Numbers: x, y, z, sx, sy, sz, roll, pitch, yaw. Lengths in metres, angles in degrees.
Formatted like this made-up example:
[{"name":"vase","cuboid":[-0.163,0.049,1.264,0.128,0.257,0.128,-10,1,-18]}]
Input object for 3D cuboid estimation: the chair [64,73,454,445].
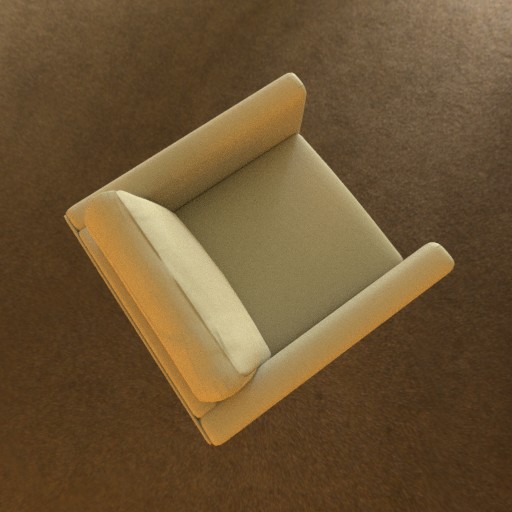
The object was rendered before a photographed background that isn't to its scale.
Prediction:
[{"name":"chair","cuboid":[0.000,0.000,1.674,0.959,0.838,0.914,-35,78,-9]}]
